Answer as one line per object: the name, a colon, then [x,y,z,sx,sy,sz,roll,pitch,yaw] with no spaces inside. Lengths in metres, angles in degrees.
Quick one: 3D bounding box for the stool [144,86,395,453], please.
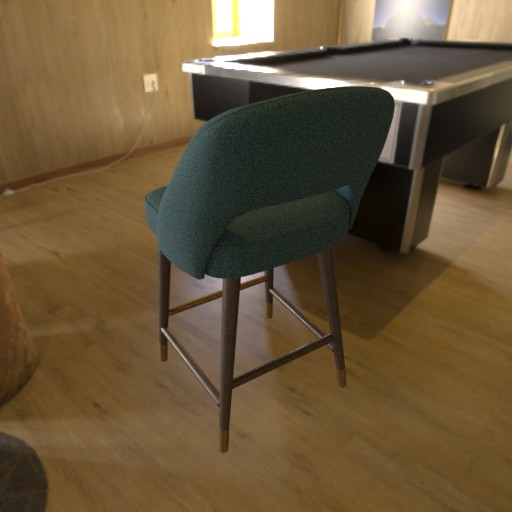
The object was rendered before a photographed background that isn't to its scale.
stool: [0.000,0.000,1.217,0.536,0.939,0.522,-18,34,-28]
